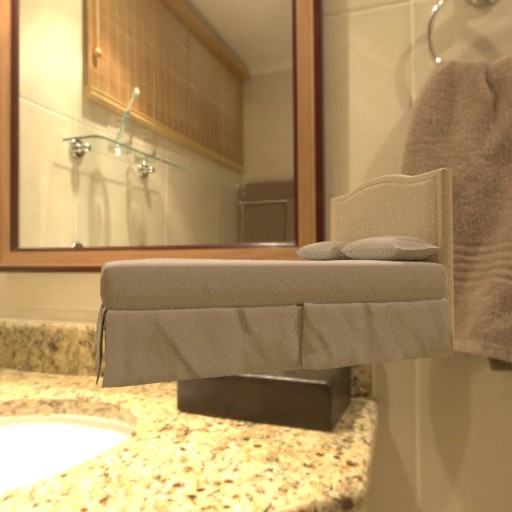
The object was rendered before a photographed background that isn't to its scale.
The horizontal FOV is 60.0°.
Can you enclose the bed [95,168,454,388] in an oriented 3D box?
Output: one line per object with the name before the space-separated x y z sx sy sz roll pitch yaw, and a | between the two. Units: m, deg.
bed | 0.000 0.000 3.636 2.477 1.437 1.977 0 -1 -19
